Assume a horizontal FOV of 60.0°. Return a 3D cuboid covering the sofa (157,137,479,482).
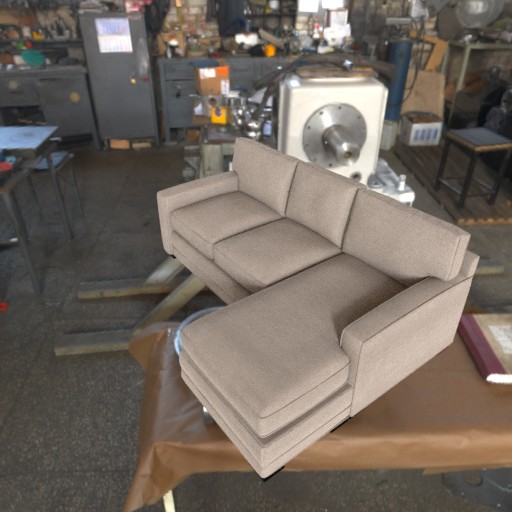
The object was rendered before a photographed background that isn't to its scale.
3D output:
[{"bbox_3d":[0.000,0.000,2.856,1.496,0.861,2.087,-22,38,-31],"label":"sofa"}]
